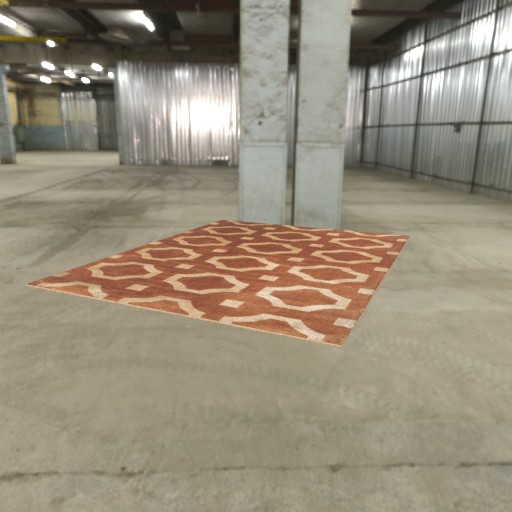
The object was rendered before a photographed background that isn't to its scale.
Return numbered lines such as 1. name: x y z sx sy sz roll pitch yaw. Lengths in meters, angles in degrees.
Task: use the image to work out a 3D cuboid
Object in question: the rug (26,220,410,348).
1. rug: 0.000 0.000 4.225 2.466 0.021 3.049 7 16 24
